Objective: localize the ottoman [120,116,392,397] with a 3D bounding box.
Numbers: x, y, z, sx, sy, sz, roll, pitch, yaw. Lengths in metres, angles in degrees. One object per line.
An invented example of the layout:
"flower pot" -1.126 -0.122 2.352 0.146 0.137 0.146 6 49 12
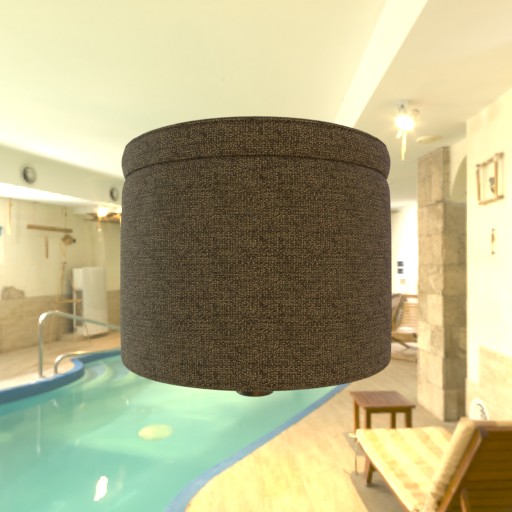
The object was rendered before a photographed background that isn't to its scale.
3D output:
"ottoman" 0.000 0.000 0.889 0.520 0.430 0.520 0 -1 0
